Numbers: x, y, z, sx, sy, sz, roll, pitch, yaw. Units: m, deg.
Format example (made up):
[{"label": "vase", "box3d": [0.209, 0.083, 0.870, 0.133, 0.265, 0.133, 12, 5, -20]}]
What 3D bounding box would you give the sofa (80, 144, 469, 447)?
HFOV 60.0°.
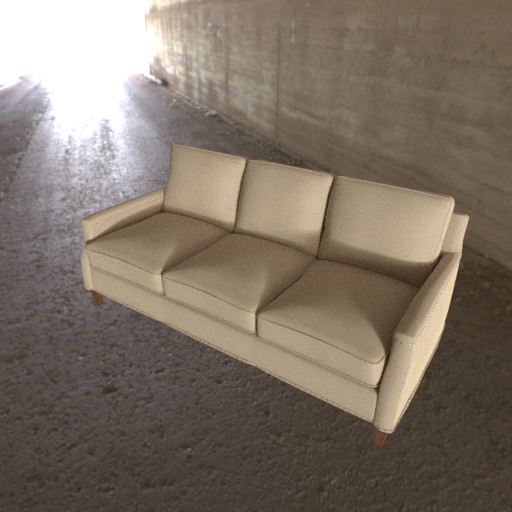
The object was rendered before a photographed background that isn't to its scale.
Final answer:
[{"label": "sofa", "box3d": [0.000, 0.000, 2.792, 2.246, 1.003, 1.084, 18, 33, 30]}]
